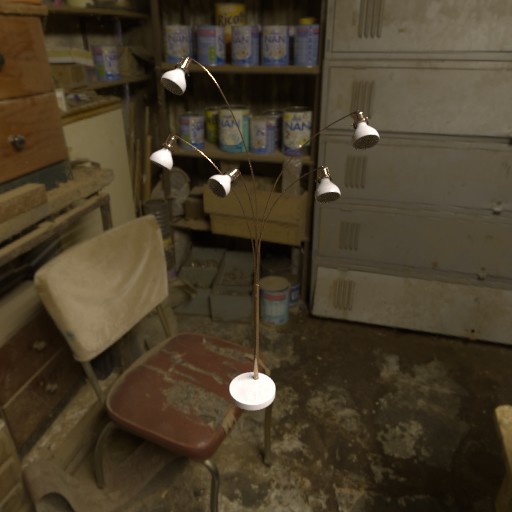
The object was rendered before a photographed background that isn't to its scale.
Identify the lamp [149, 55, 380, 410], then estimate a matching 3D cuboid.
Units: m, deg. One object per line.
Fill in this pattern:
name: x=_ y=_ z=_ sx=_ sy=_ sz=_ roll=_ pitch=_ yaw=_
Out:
lamp: x=0.000 y=0.000 z=2.952 sx=1.405 sy=2.423 sz=0.361 roll=8 pitch=27 yaw=16
